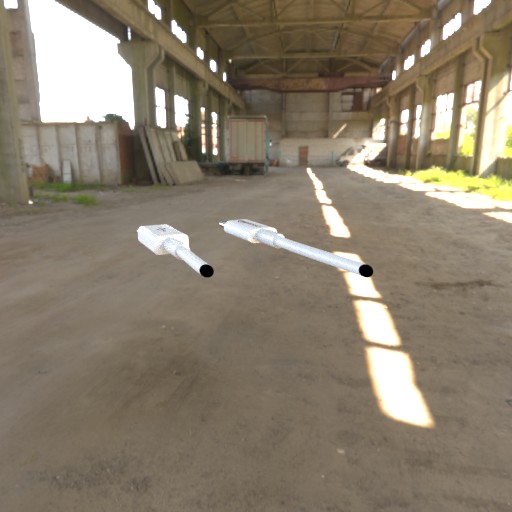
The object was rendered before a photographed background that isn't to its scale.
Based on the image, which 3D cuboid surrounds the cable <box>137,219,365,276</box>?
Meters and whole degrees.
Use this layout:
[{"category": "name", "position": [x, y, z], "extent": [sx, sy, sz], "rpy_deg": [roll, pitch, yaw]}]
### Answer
[{"category": "cable", "position": [0.000, 0.000, 0.114], "extent": [0.040, 0.006, 0.098], "rpy_deg": [-7, 15, -27]}]
